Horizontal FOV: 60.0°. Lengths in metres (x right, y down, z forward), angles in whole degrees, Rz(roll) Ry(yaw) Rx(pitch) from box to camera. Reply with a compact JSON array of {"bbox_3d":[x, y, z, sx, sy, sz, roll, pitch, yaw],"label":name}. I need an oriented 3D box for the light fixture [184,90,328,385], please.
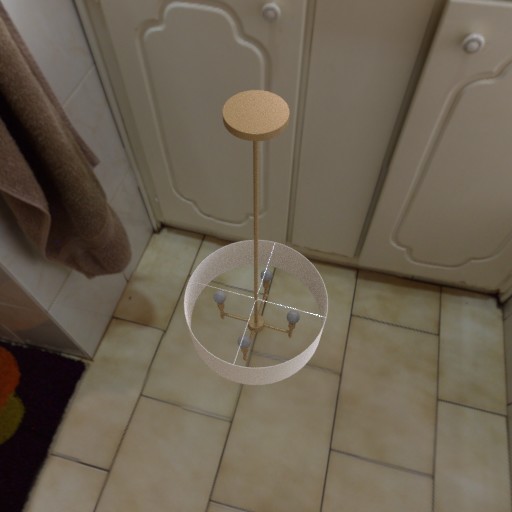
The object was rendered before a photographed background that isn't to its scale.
[{"bbox_3d":[0.000,0.000,1.340,0.508,1.067,0.508,0,57,0],"label":"light fixture"}]
